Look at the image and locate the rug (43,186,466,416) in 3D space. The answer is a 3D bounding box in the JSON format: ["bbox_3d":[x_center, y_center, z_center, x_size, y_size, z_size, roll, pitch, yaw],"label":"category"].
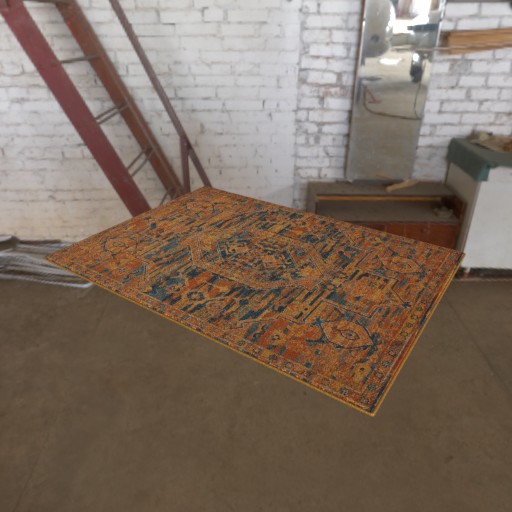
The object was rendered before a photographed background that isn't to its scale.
[{"bbox_3d":[0.000,0.000,2.839,2.204,0.024,1.588,19,34,30],"label":"rug"}]
